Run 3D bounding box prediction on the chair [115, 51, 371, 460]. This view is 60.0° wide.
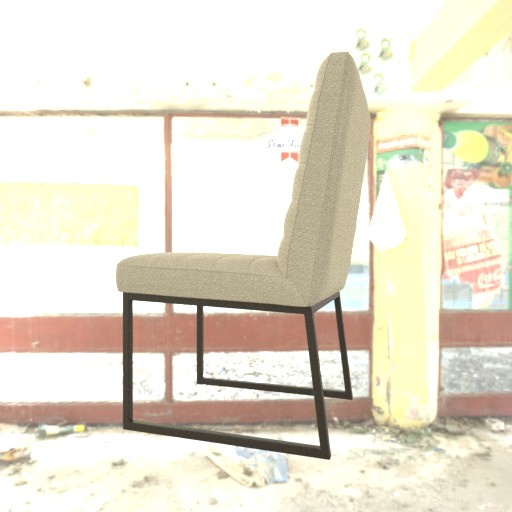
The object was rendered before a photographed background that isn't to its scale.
[{"bbox_3d":[0.000,0.000,1.310,0.634,0.930,0.520,0,0,19],"label":"chair"}]
